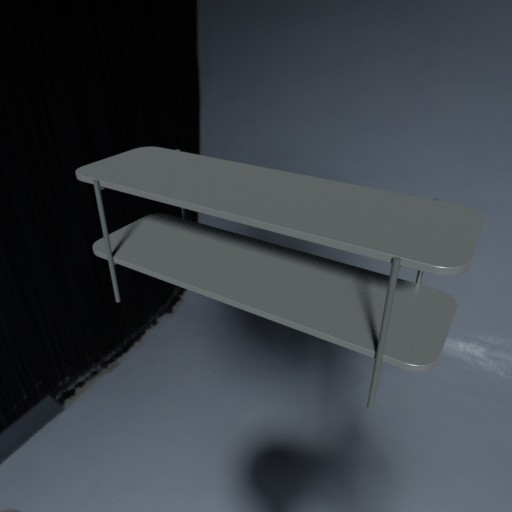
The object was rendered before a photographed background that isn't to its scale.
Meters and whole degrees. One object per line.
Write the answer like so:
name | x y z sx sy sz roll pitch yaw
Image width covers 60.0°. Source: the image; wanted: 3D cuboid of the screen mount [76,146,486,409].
screen mount | 0.000 0.000 1.398 1.200 0.447 0.400 17 34 27
